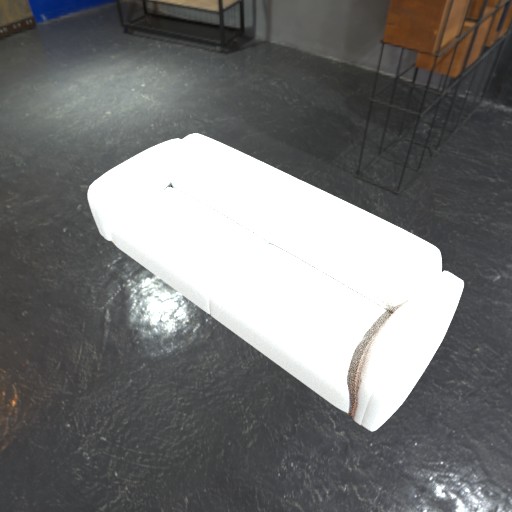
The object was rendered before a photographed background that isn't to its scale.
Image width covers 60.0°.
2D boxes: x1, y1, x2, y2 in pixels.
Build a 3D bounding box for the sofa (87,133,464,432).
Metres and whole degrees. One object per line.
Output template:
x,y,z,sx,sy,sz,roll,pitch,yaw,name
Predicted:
0.000,0.000,2.729,2.280,0.780,0.870,31,53,27,sofa
